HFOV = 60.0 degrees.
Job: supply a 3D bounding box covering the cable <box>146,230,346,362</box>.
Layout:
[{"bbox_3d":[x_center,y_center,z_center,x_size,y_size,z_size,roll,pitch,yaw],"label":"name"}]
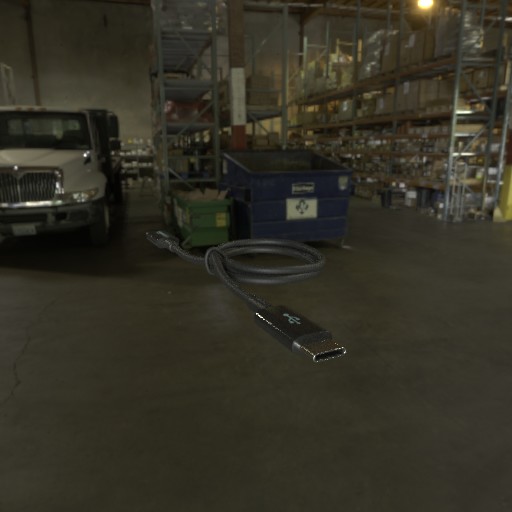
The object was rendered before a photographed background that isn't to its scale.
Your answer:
[{"bbox_3d":[0.000,0.000,0.225,0.070,0.014,0.203,-7,15,-26],"label":"cable"}]
